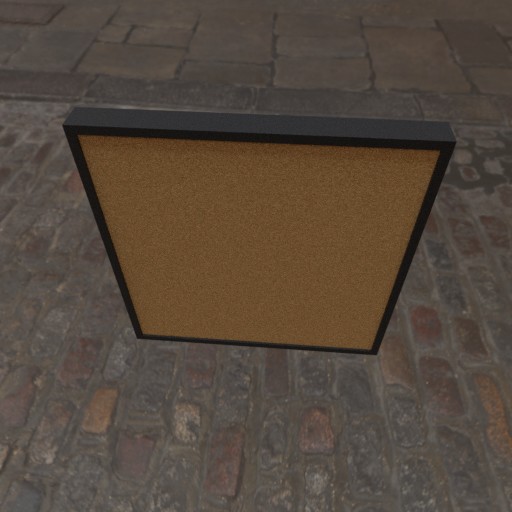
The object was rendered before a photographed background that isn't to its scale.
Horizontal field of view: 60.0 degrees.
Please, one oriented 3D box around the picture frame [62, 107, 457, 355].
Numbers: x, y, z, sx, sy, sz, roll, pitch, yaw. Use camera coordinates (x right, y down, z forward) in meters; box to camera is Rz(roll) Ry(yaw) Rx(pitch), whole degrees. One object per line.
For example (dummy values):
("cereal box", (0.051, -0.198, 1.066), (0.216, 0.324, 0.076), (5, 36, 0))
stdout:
("picture frame", (0.000, 0.000, 0.480), (0.317, 0.317, 0.030), (3, 47, 3))
